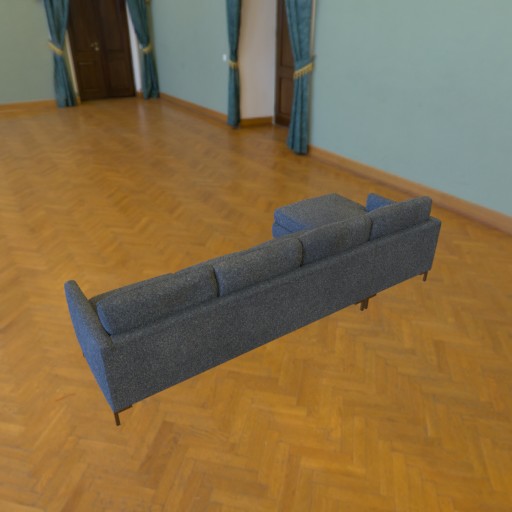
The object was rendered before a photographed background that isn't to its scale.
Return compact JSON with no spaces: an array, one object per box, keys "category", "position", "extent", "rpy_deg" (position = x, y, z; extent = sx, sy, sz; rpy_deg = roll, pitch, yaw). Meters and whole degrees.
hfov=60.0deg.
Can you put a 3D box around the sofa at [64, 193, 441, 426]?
[{"category":"sofa","position":[0.000,0.000,3.590],"extent":[2.932,0.810,1.350],"rpy_deg":[-18,34,-29]}]
